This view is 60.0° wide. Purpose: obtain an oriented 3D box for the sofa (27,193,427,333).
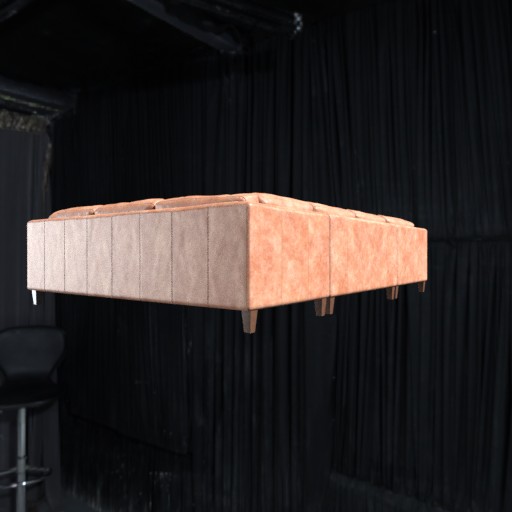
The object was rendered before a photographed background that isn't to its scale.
[{"bbox_3d":[0.000,0.000,4.480,2.430,0.832,3.401,0,0,36],"label":"sofa"}]
